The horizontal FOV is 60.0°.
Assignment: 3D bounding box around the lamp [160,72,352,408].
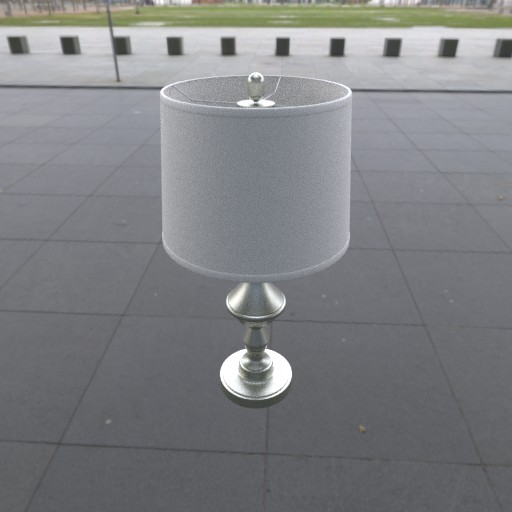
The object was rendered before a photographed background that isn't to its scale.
[{"bbox_3d":[0.000,0.000,0.951,0.383,0.733,0.383,0,30,0],"label":"lamp"}]
